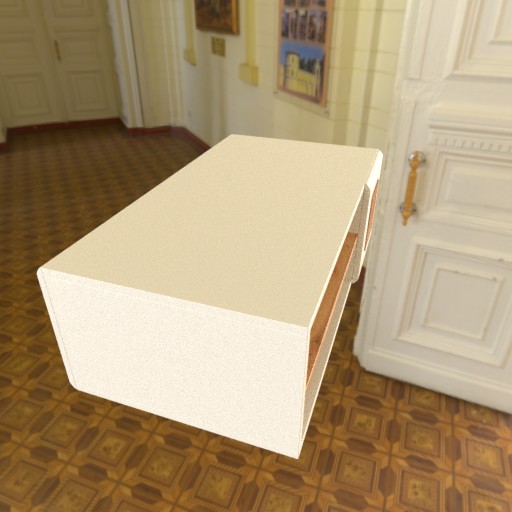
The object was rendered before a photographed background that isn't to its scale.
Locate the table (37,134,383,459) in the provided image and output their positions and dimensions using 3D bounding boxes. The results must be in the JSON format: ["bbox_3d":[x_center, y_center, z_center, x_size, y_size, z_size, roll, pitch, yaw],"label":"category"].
[{"bbox_3d":[0.000,0.000,1.432,0.639,0.442,1.097,10,33,17],"label":"table"}]
